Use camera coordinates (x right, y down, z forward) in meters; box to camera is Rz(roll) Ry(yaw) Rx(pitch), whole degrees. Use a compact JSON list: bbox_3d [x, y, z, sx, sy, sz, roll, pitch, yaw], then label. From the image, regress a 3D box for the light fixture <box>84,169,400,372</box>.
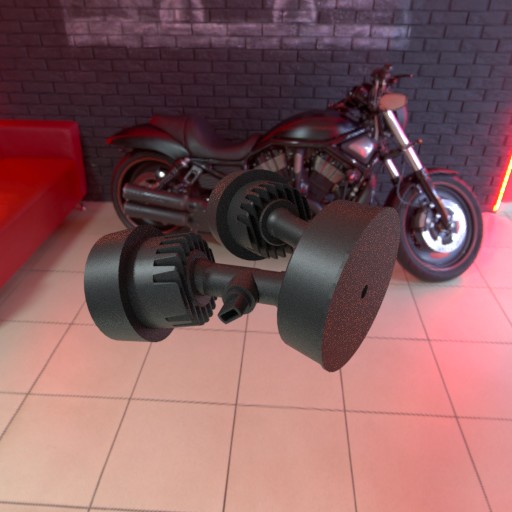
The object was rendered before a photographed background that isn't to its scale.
[{"bbox_3d":[0.000,0.000,0.321,0.168,0.120,0.213,22,39,30],"label":"light fixture"}]
